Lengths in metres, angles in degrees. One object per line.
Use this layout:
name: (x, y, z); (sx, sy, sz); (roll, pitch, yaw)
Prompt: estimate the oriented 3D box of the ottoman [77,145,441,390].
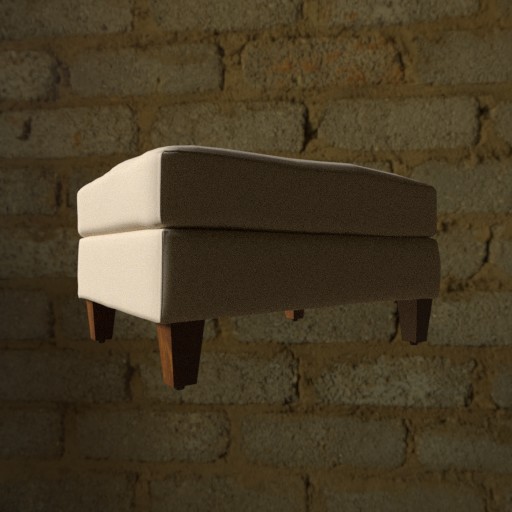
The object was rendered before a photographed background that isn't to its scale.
ottoman: (0.000, 0.000, 1.221); (0.818, 0.485, 0.634); (0, 0, -35)
